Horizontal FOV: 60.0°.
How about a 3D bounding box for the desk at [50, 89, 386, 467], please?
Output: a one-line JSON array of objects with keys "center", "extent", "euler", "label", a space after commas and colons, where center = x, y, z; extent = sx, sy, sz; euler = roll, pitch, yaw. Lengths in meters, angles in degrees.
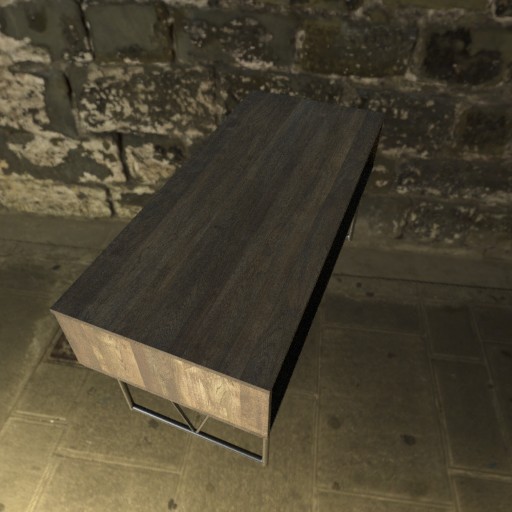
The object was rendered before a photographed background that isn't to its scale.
[{"center": [0.000, 0.000, 2.041], "extent": [0.730, 0.780, 1.600], "euler": [16, 47, 15], "label": "desk"}]
